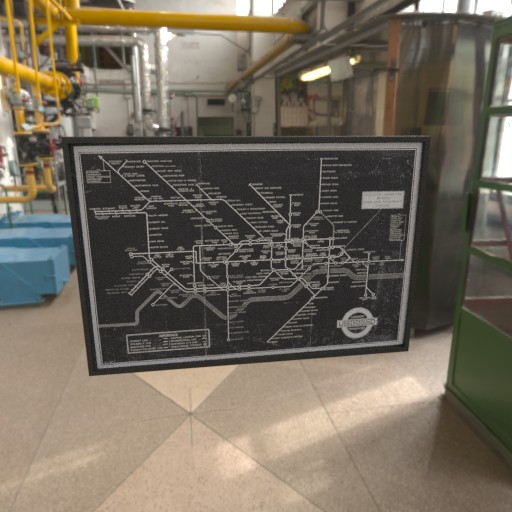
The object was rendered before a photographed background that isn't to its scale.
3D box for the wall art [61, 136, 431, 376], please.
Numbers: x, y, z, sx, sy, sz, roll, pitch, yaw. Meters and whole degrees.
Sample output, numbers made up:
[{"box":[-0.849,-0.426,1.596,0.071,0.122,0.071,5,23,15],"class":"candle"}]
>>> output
[{"box":[0.000,0.000,0.578,0.443,0.301,0.021,-2,16,-8],"class":"wall art"}]
